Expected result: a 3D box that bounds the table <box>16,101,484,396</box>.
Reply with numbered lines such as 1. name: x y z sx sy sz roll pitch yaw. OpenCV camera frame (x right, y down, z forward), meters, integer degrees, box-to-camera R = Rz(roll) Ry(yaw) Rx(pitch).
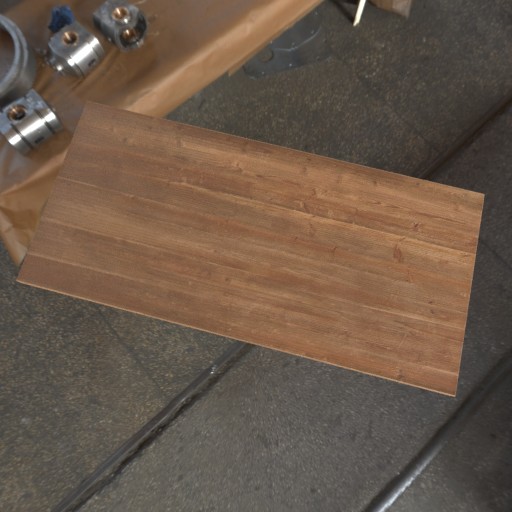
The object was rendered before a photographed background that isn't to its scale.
1. table: 0.000 0.000 2.429 2.003 0.760 0.952 14 77 3
